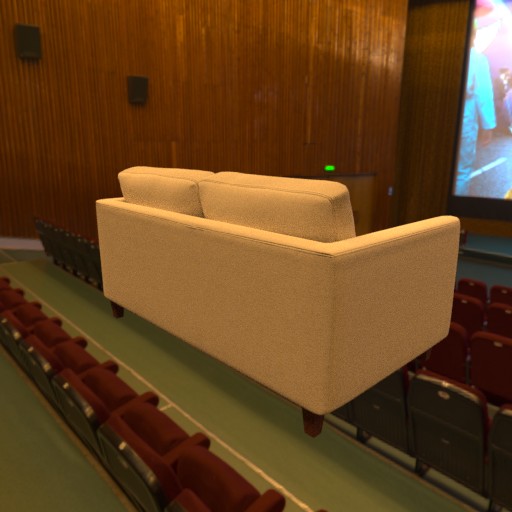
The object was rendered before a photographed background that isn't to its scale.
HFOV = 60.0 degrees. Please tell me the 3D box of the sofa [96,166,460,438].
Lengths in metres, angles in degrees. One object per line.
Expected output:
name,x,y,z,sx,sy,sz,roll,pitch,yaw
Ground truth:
sofa,0.000,0.000,2.286,0.964,0.888,1.702,-13,19,-41
